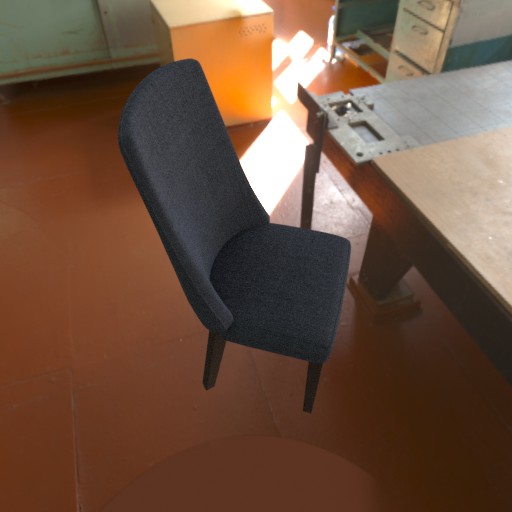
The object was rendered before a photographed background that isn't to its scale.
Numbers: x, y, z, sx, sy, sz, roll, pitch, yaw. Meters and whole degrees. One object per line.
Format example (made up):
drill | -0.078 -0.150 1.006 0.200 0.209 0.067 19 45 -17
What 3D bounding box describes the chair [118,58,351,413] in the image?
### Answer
chair | 0.000 0.000 1.381 0.577 1.050 0.510 11 47 11
